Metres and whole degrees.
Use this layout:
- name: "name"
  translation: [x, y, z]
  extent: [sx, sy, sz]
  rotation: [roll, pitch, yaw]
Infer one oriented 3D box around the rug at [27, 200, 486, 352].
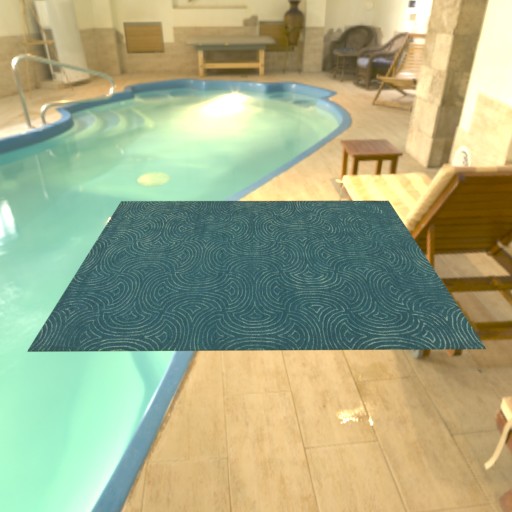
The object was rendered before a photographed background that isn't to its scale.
- name: "rug"
  translation: [0.000, 0.000, 3.973]
  extent: [3.033, 0.012, 2.432]
  rotation: [0, 31, 0]
